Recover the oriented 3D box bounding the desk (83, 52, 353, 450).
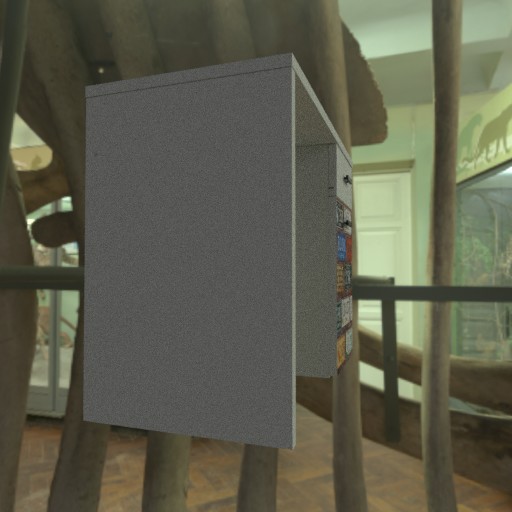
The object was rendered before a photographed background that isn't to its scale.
[{"bbox_3d":[0.000,0.000,1.310,0.482,0.730,0.898,0,-1,19],"label":"desk"}]
